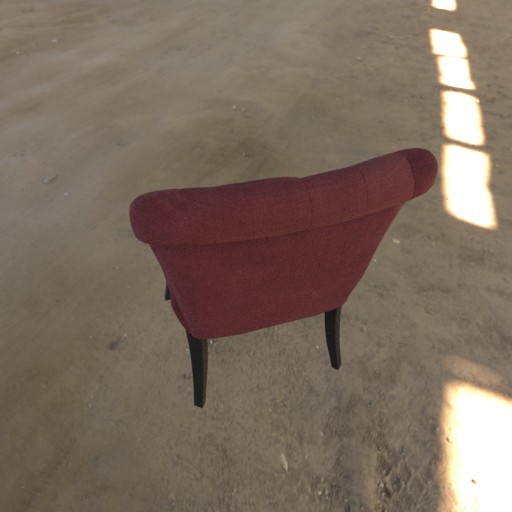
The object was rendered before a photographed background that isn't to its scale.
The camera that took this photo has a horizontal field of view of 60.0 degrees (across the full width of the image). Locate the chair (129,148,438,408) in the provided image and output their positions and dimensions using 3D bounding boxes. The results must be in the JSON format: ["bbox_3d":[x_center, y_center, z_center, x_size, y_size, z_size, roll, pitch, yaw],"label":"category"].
[{"bbox_3d":[0.000,0.000,1.182,0.582,0.750,0.605,-12,42,-13],"label":"chair"}]
